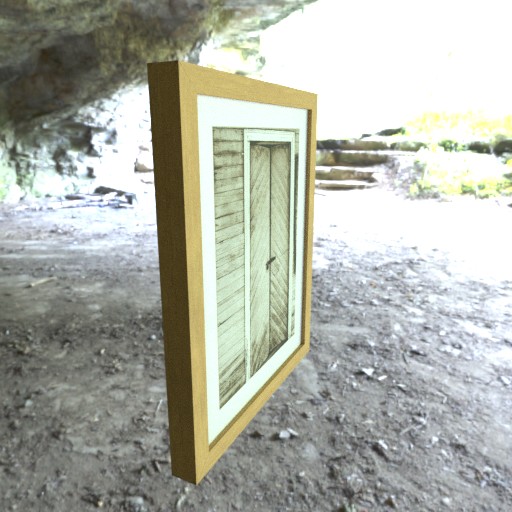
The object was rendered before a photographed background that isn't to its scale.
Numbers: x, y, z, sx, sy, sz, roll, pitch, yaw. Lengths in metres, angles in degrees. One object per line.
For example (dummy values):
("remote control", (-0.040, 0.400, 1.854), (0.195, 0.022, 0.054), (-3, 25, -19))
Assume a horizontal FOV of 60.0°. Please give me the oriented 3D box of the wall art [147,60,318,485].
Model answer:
("wall art", (0.000, 0.000, 0.518), (0.030, 0.380, 0.312), (8, 17, 26))
